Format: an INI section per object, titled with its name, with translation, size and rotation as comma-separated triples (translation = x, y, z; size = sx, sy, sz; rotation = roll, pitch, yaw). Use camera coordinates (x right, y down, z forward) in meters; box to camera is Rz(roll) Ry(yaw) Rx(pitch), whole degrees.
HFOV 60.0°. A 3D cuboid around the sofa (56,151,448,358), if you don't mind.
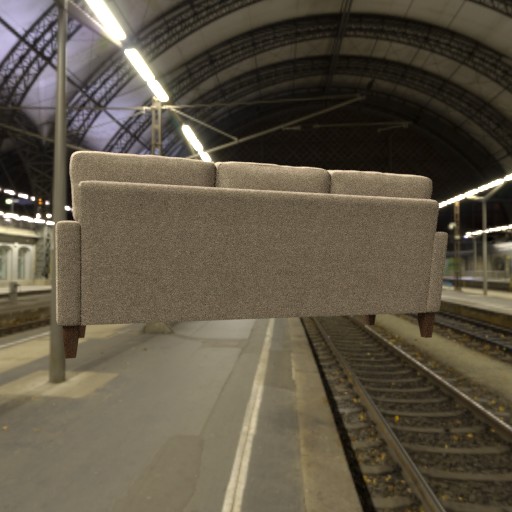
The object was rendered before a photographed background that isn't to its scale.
[sofa]
translation = 0.000, 0.000, 2.652
size = 2.115, 0.984, 0.888
rotation = 0, -2, -18
